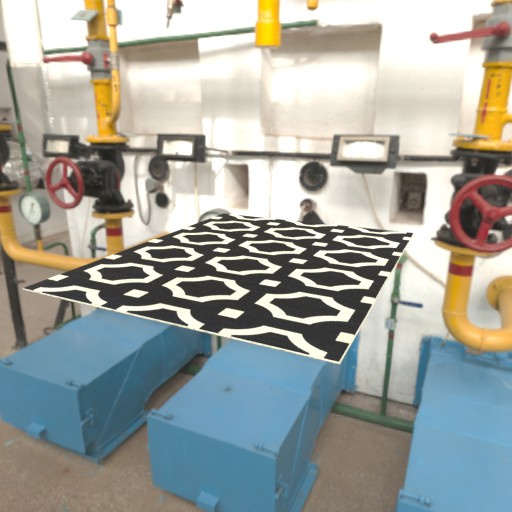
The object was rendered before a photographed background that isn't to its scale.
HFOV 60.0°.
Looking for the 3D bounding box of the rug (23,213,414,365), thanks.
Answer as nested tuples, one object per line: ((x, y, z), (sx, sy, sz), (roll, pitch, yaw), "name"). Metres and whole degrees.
((0.000, 0.000, 4.164), (2.466, 0.021, 3.049), (8, 19, 24), "rug")
